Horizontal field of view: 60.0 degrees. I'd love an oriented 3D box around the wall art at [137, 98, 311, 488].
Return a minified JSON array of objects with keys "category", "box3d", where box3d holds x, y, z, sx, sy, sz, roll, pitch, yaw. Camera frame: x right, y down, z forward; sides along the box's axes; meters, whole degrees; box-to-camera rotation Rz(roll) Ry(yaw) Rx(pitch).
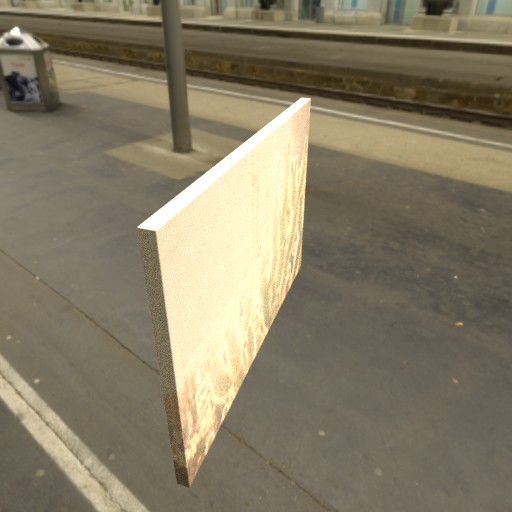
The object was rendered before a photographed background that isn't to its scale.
[{"category":"wall art","box3d":[0.000,0.000,1.426,0.041,0.758,1.142,10,33,17]}]
